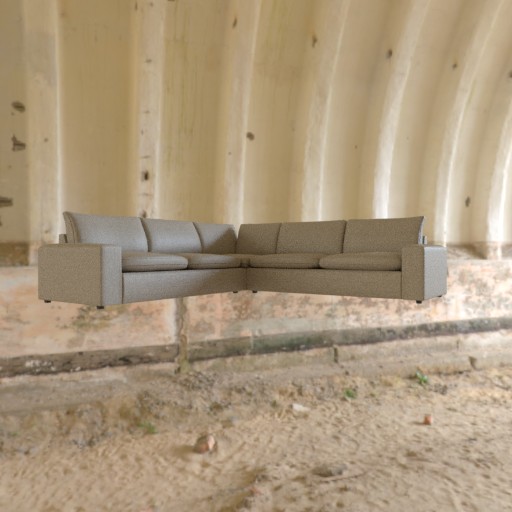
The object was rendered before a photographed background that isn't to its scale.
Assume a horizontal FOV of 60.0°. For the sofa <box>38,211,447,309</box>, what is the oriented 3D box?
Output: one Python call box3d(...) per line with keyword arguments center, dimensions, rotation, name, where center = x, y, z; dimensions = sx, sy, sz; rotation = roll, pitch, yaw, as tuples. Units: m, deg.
box3d(center=(0.000, 0.000, 4.082), dimensions=(2.742, 0.800, 2.622), rotation=(0, 0, 35), name="sofa")
